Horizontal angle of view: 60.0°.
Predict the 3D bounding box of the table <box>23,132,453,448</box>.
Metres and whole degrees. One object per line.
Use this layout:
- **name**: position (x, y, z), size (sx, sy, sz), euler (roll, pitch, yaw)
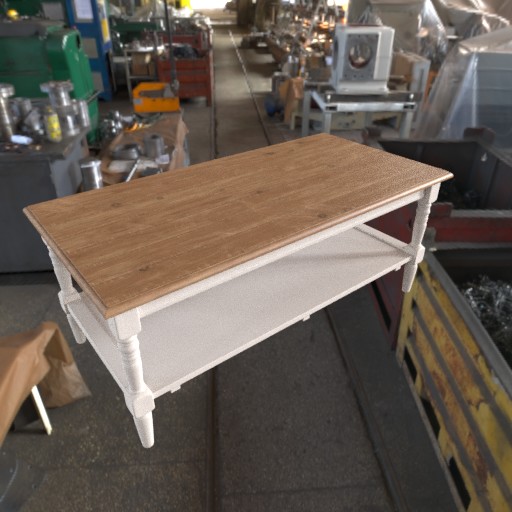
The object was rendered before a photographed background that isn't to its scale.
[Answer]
- **table**: position (0.000, 0.000, 1.382), size (1.118, 0.458, 0.559), euler (-22, 38, -32)
